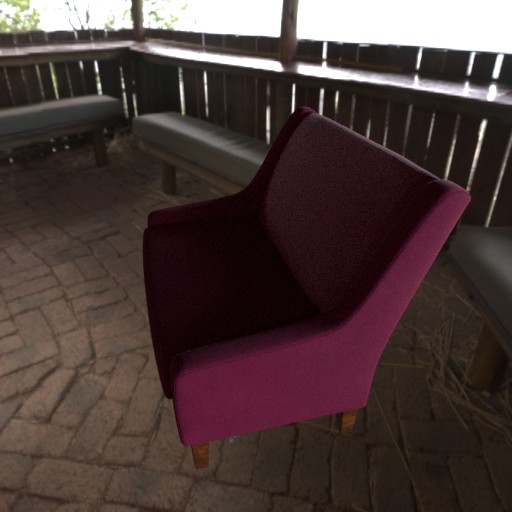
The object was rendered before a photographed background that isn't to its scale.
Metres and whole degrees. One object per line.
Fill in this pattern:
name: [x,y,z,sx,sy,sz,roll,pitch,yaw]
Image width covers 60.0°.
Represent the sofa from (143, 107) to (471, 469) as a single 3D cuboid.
sofa: [0.000,0.000,1.888,0.946,0.976,1.242,-8,30,-13]
